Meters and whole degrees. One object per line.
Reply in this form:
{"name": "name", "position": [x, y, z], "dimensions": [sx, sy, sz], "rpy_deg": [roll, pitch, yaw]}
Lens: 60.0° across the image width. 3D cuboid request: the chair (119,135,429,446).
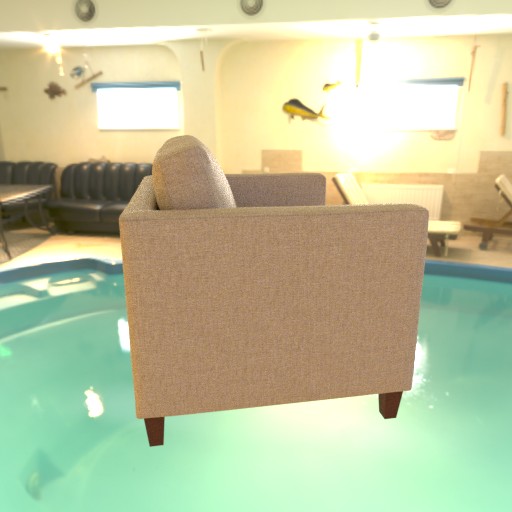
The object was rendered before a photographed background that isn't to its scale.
{"name": "chair", "position": [0.000, 0.000, 1.842], "dimensions": [0.959, 0.961, 1.107], "rpy_deg": [-3, 17, -10]}
